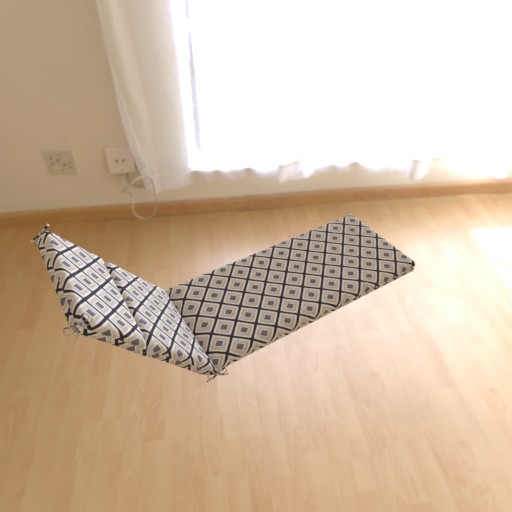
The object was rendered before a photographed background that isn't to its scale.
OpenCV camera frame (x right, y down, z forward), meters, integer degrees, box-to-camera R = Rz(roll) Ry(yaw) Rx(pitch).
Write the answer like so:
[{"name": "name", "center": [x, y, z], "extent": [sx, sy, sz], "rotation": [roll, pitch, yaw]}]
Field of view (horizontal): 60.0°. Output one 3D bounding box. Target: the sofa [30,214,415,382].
[{"name": "sofa", "center": [0.000, 0.000, 1.986], "extent": [1.663, 0.622, 0.582], "rotation": [-22, 46, -23]}]
